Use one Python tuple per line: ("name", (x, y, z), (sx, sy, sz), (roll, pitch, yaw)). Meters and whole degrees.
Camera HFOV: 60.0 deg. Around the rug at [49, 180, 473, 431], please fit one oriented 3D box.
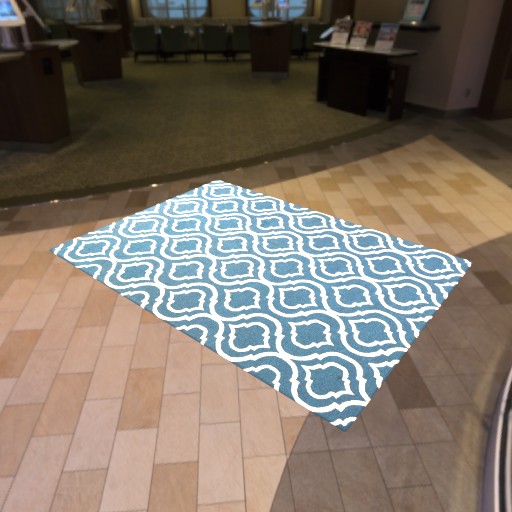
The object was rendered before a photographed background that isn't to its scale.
("rug", (0.000, 0.000, 4.321), (3.353, 0.010, 2.438), (23, 38, 33))
